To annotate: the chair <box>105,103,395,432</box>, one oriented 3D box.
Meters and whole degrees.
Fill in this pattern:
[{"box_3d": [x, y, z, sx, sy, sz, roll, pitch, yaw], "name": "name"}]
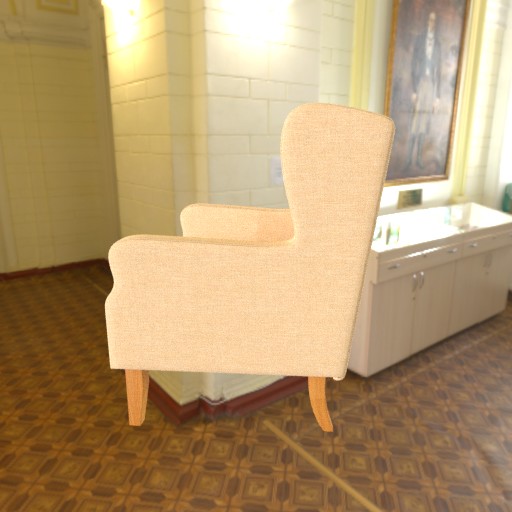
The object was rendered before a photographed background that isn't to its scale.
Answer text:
[{"box_3d": [0.000, 0.000, 1.500, 0.760, 0.930, 0.710, 2, 15, 8], "name": "chair"}]
